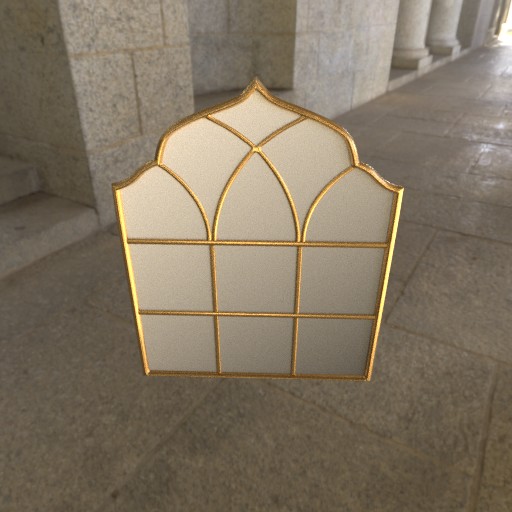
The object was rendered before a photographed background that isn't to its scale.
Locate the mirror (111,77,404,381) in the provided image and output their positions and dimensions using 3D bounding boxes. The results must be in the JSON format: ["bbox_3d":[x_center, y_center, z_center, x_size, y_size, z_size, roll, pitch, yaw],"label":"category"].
[{"bbox_3d":[0.000,0.000,0.841,0.513,0.635,0.018,1,30,2],"label":"mirror"}]
